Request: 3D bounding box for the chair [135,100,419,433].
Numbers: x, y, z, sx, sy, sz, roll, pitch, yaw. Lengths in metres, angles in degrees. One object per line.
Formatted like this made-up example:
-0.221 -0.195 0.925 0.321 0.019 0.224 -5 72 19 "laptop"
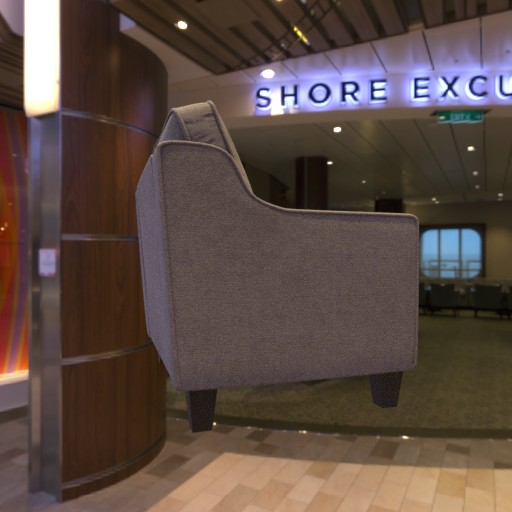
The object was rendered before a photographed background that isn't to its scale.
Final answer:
0.000 0.000 1.683 0.840 0.944 0.926 0 0 -18 "chair"
